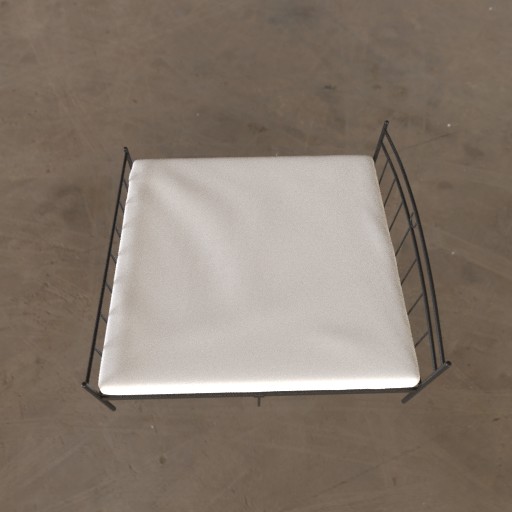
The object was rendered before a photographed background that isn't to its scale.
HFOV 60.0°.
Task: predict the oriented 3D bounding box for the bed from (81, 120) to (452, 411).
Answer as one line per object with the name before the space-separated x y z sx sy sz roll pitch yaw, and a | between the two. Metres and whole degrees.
bed | 0.000 0.000 3.147 2.040 0.940 1.880 -1 59 -1
